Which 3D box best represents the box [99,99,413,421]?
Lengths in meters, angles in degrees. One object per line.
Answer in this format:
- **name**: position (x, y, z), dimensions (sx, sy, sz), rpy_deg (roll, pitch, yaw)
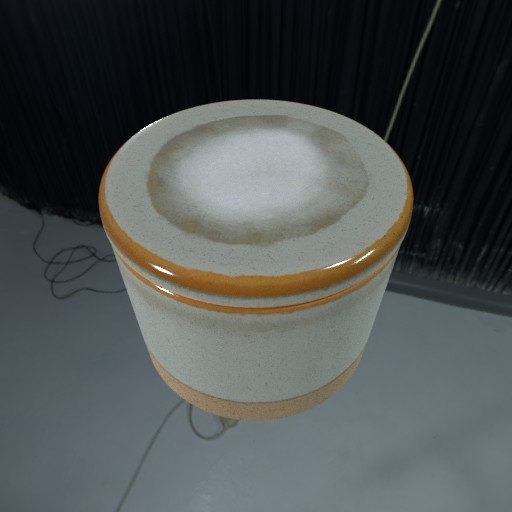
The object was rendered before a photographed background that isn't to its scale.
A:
- **box**: position (0.000, 0.000, 0.210), dimensions (0.123, 0.100, 0.123), rpy_deg (0, 45, 0)
